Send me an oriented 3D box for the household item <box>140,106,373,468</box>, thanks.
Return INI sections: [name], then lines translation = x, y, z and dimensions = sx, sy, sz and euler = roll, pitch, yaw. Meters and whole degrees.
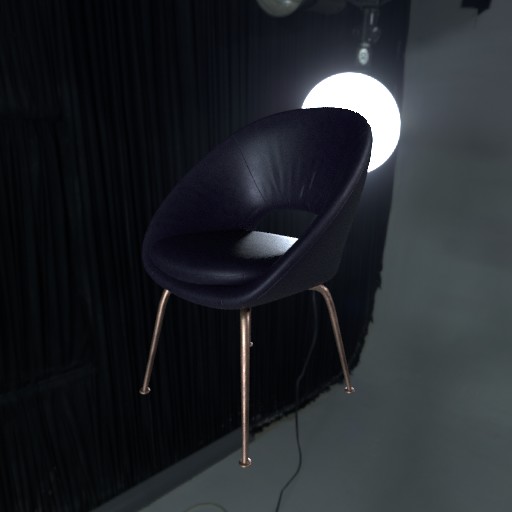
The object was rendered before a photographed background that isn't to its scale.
[household item]
translation = 0.000, 0.000, 1.295
dimensions = 0.623, 0.852, 0.573
euler = 14, 20, 43
